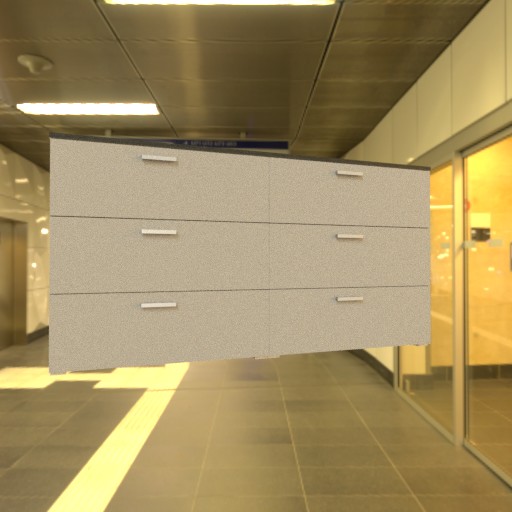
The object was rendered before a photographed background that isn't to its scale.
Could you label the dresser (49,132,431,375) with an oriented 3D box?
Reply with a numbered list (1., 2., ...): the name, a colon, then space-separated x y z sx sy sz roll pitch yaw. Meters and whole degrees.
1. dresser: 0.000 0.000 1.833 1.535 0.790 0.333 0 -1 -20
